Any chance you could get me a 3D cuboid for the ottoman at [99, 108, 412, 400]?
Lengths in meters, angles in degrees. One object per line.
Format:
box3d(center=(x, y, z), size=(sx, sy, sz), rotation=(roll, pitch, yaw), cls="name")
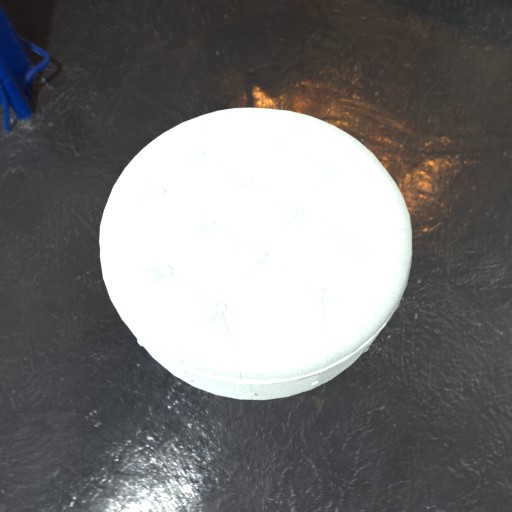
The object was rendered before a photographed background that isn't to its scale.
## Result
box3d(center=(0.000, 0.000, 1.368), size=(0.850, 0.483, 0.850), rotation=(0, 62, 0), cls="ottoman")
